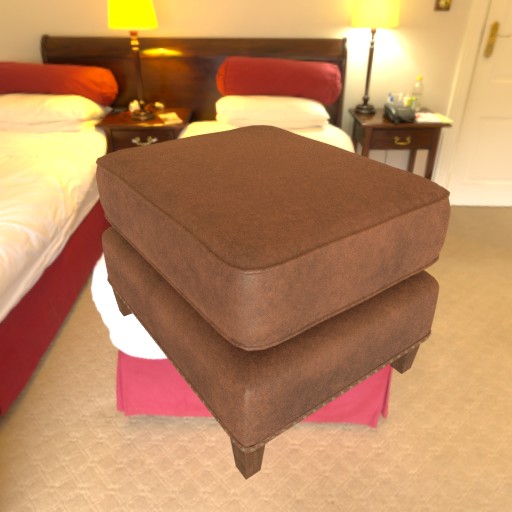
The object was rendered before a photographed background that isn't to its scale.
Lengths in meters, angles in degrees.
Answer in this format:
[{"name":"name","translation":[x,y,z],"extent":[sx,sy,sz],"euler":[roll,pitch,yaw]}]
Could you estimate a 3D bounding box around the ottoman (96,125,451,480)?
[{"name":"ottoman","translation":[0.000,0.000,1.144],"extent":[0.589,0.537,0.738],"euler":[-20,36,-30]}]
